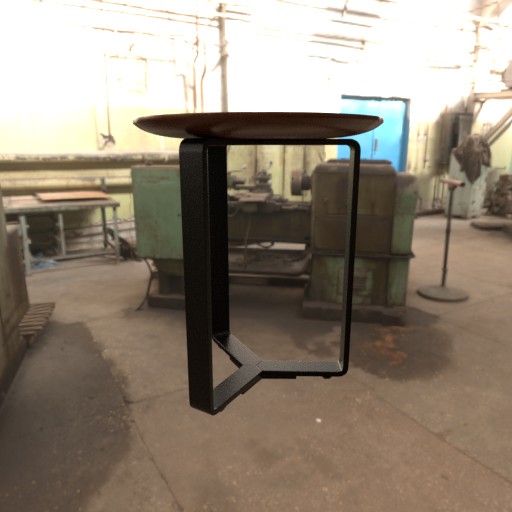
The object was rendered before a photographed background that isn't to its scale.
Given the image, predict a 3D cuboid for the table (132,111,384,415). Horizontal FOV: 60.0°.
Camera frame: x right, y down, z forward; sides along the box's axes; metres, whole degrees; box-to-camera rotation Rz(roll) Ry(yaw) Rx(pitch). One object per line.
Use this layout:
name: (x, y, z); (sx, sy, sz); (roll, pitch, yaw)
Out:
table: (0.000, 0.000, 0.768); (0.380, 0.450, 0.410); (-8, 16, -28)
